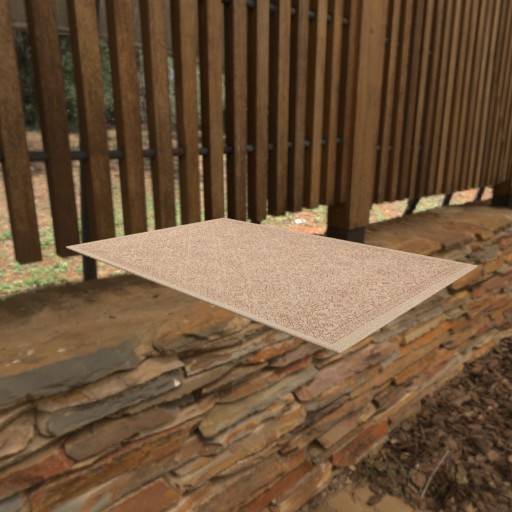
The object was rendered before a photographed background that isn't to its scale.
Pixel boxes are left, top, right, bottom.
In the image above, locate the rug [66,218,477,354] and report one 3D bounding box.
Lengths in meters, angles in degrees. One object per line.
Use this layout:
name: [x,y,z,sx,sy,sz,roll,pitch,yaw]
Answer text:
rug: [0.000,0.000,2.339,1.829,0.010,1.219,14,21,41]
